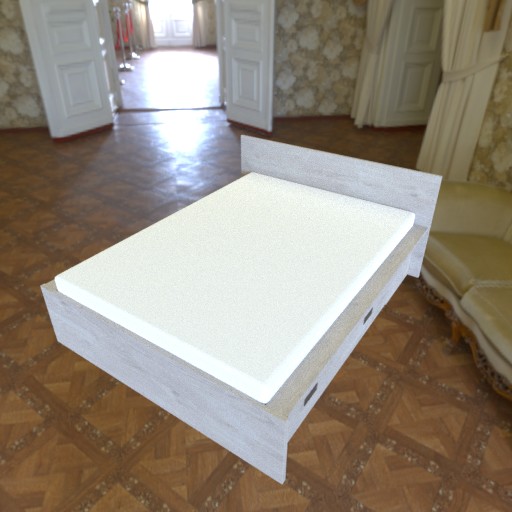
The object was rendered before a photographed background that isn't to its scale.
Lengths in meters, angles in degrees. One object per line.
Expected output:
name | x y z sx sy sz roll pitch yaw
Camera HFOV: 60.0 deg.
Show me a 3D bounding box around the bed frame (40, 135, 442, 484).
bed frame | 0.000 0.000 2.820 1.622 0.800 1.960 20 37 29
